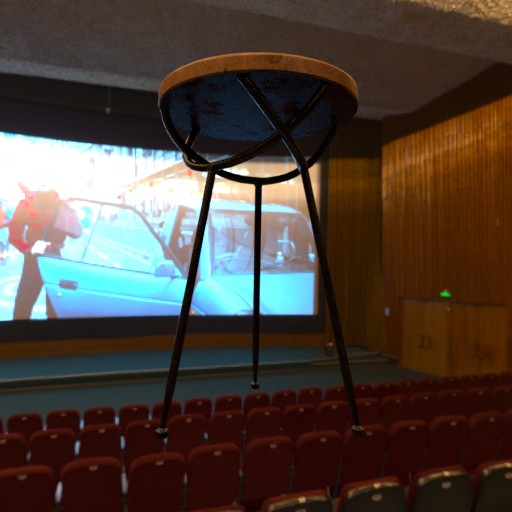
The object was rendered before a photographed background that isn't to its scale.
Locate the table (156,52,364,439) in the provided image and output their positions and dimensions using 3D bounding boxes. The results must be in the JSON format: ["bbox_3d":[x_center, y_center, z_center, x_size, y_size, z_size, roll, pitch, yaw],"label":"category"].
[{"bbox_3d":[0.000,0.000,0.925,0.418,0.664,0.414,0,-1,-19],"label":"table"}]
